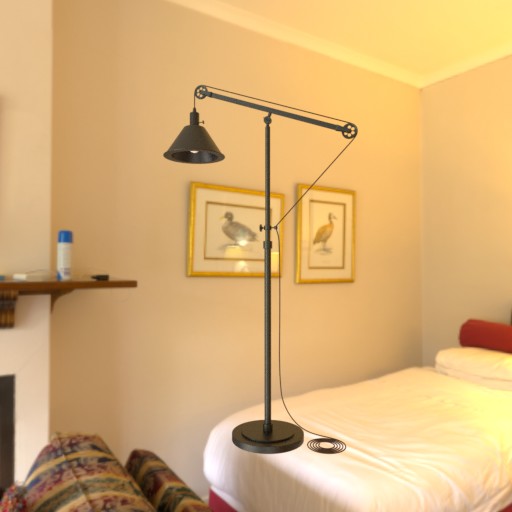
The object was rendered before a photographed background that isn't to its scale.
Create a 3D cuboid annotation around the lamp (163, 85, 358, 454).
[{"bbox_3d":[0.000,0.000,2.003,0.904,1.626,0.319,0,-1,18],"label":"lamp"}]
